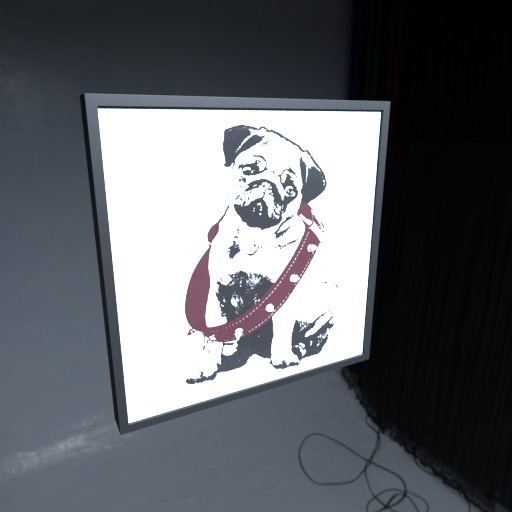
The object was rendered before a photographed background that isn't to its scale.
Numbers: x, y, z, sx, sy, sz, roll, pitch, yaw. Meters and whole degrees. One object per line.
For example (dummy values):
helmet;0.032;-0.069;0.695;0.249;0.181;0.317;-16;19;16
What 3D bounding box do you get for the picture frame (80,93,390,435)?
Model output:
picture frame;0.000;0.000;0.474;0.317;0.317;0.030;-9;19;-26
